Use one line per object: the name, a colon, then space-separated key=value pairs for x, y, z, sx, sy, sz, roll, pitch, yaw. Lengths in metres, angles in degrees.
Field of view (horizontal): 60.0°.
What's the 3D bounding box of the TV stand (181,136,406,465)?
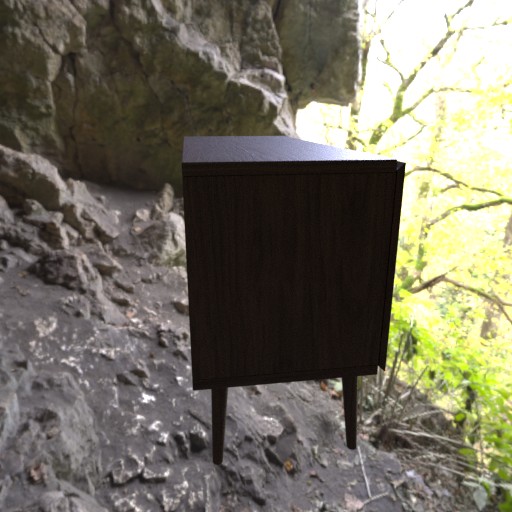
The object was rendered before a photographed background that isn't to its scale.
TV stand: x=0.000 y=0.000 z=1.343 sx=0.405 sy=0.660 sz=0.990 roll=-3 pitch=18 yaw=-8
